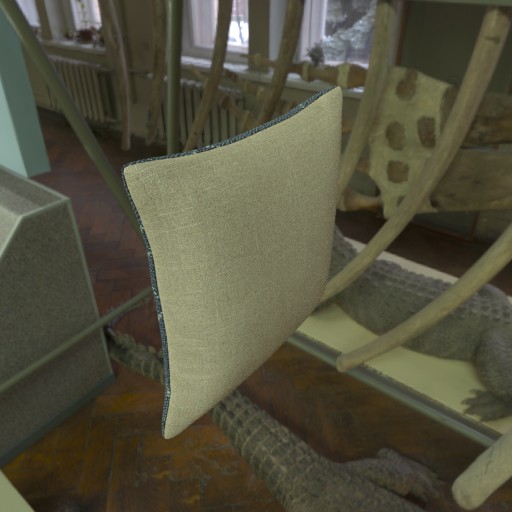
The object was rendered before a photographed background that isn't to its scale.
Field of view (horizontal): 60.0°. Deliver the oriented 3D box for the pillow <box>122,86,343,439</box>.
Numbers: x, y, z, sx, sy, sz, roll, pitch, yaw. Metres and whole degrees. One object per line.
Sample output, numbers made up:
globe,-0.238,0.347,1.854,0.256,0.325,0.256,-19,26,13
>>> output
pillow,0.000,0.000,0.683,0.148,0.428,0.435,23,39,31
